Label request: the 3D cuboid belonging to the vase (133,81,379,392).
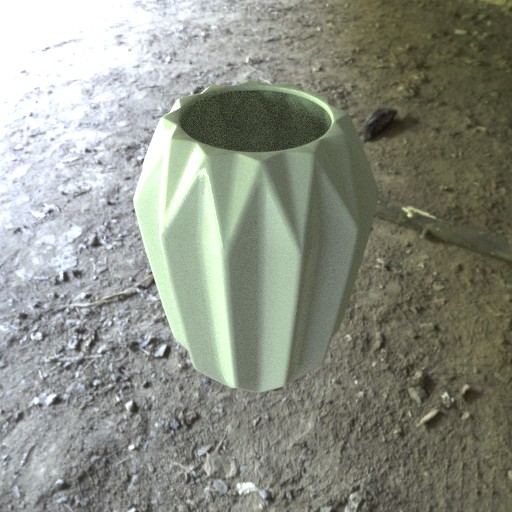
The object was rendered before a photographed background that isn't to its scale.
[{"bbox_3d":[0.000,0.000,0.411,0.195,0.275,0.195,0,42,0],"label":"vase"}]
